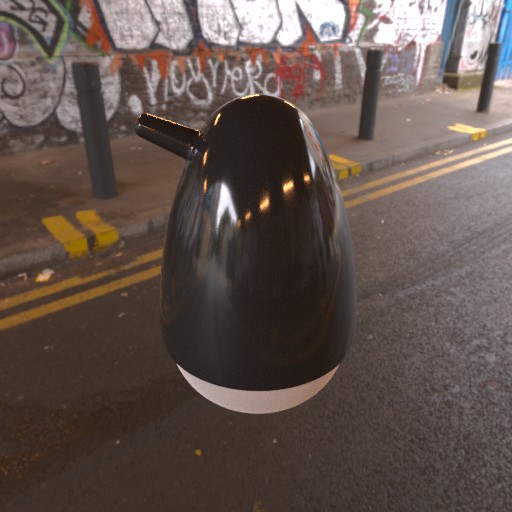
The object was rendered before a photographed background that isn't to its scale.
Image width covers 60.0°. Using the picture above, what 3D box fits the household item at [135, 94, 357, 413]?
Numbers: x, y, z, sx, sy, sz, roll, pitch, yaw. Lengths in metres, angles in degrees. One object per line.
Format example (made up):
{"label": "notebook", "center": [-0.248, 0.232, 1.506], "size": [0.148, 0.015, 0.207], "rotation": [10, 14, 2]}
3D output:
{"label": "household item", "center": [0.000, 0.000, 0.220], "size": [0.104, 0.152, 0.102], "rotation": [0, 27, 0]}
